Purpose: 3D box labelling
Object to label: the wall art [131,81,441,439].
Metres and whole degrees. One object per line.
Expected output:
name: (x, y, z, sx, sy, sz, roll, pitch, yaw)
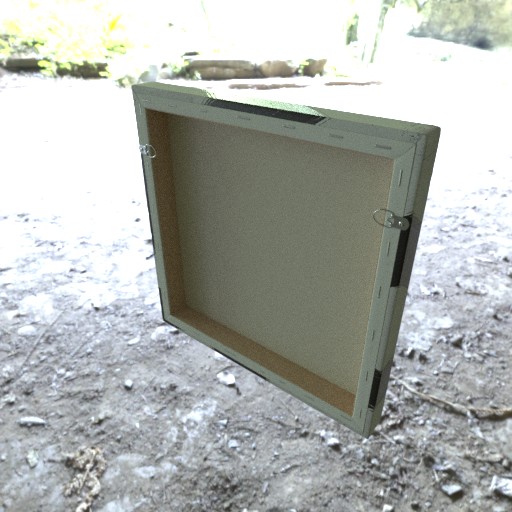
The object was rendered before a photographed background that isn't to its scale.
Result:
wall art: (0.000, 0.000, 0.756, 0.507, 0.508, 0.050, 22, 37, 32)
